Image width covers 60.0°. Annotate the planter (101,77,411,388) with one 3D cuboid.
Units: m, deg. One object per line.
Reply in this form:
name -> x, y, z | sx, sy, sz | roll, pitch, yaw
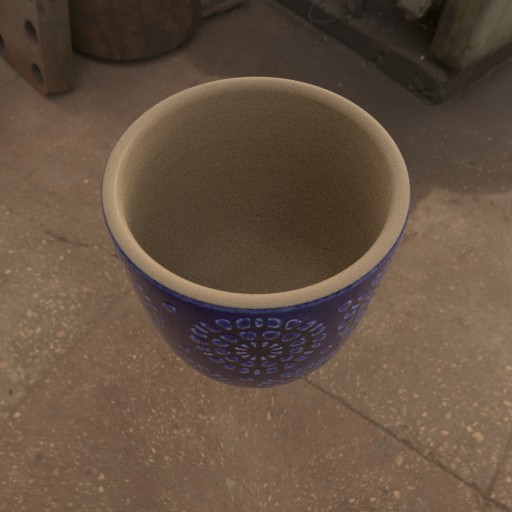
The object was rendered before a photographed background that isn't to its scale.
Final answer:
planter -> 0.000, 0.000, 0.202 | 0.109, 0.112, 0.109 | 0, 57, 0
